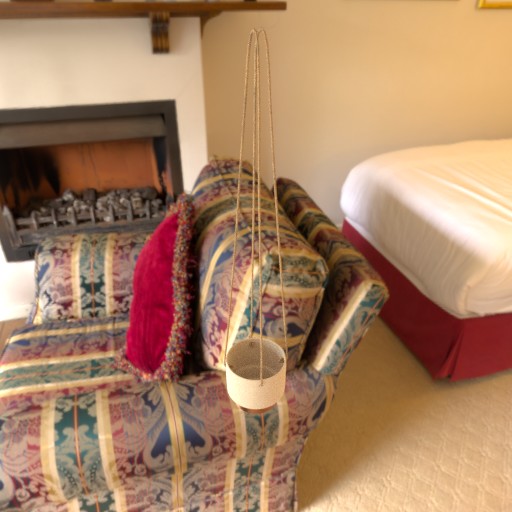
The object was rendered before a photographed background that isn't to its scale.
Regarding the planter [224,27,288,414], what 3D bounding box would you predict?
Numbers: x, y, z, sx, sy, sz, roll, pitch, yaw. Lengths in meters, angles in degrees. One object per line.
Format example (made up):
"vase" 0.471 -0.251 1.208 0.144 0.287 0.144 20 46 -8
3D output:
"planter" 0.000 0.000 0.915 0.146 0.841 0.146 21 38 30
